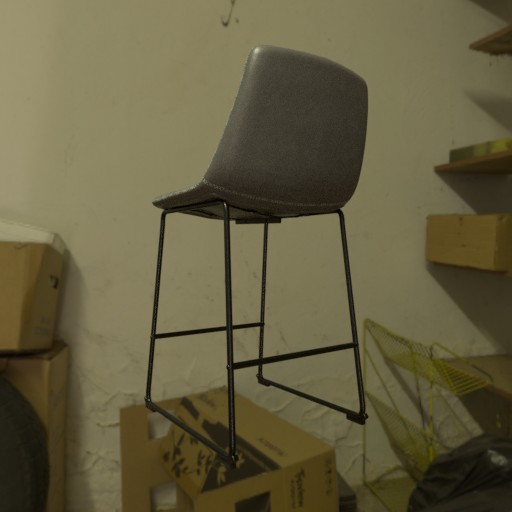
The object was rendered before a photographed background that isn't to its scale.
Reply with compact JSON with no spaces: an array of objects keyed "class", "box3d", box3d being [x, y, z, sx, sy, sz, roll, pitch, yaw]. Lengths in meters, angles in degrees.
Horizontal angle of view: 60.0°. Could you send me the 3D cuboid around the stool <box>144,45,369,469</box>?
[{"class":"stool","box3d":[0.000,0.000,1.188,0.470,0.876,0.546,0,1,-36]}]
